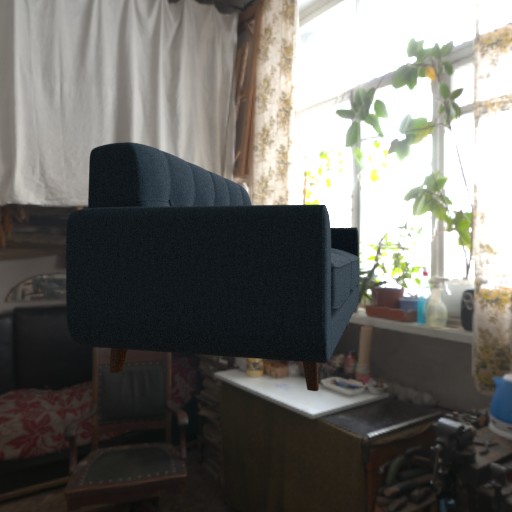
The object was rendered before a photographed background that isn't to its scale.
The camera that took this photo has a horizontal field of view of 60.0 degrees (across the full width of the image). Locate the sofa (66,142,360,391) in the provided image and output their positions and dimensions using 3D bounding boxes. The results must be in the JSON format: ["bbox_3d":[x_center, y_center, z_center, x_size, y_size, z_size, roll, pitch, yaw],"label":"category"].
[{"bbox_3d":[0.000,0.000,2.225,0.942,0.896,1.651,0,1,16],"label":"sofa"}]
